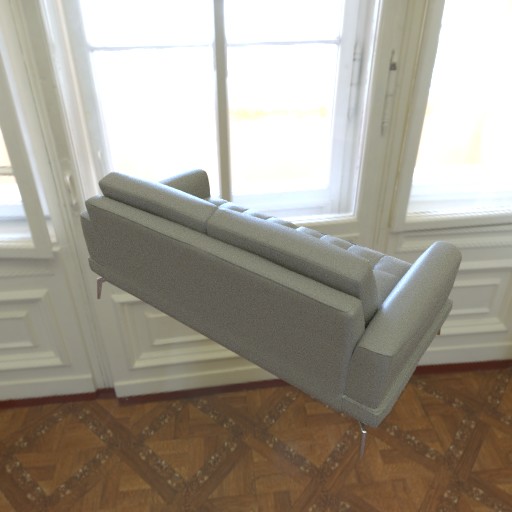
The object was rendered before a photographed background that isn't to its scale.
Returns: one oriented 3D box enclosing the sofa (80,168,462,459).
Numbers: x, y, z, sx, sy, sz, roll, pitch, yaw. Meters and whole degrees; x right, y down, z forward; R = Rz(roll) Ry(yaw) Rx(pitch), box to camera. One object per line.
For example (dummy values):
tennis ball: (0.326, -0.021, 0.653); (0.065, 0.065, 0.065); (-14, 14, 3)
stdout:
sofa: (0.000, 0.000, 2.744); (2.177, 0.930, 1.121); (22, 38, 31)
